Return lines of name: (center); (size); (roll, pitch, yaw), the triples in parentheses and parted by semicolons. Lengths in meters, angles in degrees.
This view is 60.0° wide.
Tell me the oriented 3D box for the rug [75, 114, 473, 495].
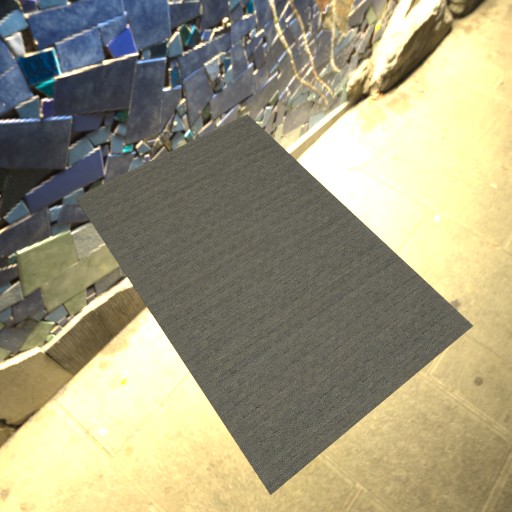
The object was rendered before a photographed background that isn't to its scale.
rug: (0.000, 0.000, 2.194); (1.142, 0.006, 1.752); (-32, 63, -18)
